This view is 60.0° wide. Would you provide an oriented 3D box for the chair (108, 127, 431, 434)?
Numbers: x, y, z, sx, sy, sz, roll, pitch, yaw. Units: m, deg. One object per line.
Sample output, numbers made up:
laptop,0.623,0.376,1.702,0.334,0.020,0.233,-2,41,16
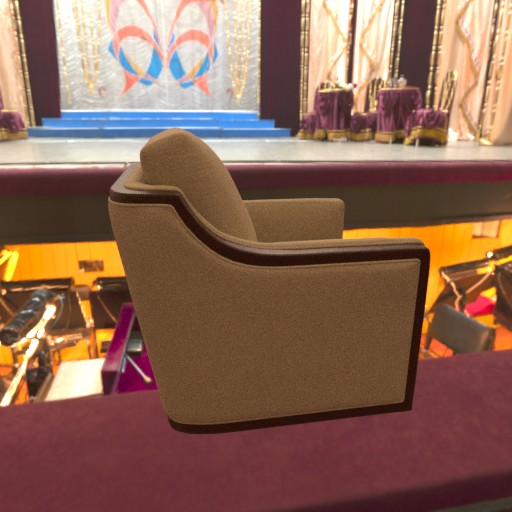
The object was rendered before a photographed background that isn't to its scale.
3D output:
chair,0.000,0.000,1.684,0.950,0.930,0.870,-3,18,-10
